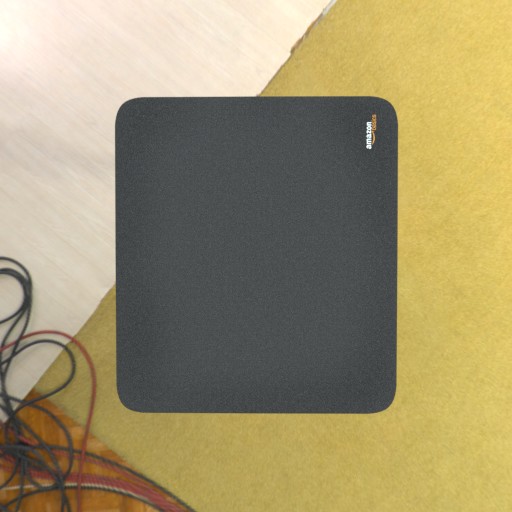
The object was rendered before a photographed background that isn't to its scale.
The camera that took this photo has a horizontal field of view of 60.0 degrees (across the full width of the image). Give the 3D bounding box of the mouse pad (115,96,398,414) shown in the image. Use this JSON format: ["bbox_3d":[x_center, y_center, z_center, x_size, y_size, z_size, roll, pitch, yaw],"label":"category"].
[{"bbox_3d":[0.000,0.000,0.321,0.203,0.003,0.229,0,91,1],"label":"mouse pad"}]
